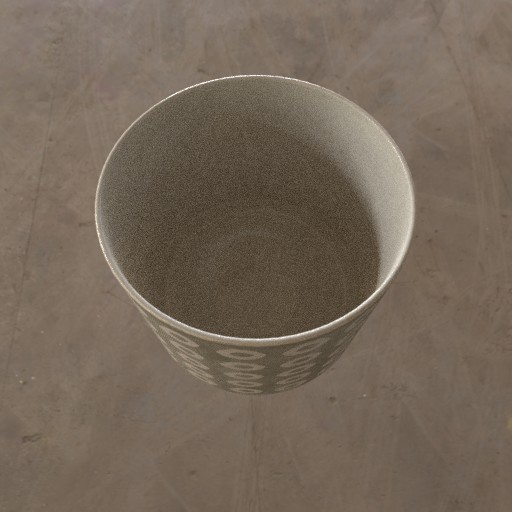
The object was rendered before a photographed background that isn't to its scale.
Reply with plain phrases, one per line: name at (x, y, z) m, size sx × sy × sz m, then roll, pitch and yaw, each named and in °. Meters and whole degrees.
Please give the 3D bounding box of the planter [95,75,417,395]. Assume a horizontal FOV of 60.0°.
planter at (0.000, 0.000, 0.454) m, size 0.250 × 0.239 × 0.250 m, roll 0°, pitch 63°, yaw 0°
